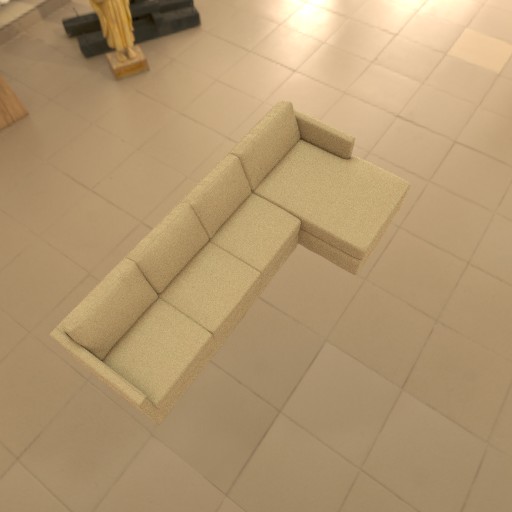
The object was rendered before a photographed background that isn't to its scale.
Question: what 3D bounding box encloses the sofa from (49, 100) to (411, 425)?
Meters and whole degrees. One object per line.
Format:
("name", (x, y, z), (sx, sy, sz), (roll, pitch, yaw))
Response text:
("sofa", (0.000, 0.000, 3.986), (1.622, 0.867, 3.177), (31, 64, 17))
